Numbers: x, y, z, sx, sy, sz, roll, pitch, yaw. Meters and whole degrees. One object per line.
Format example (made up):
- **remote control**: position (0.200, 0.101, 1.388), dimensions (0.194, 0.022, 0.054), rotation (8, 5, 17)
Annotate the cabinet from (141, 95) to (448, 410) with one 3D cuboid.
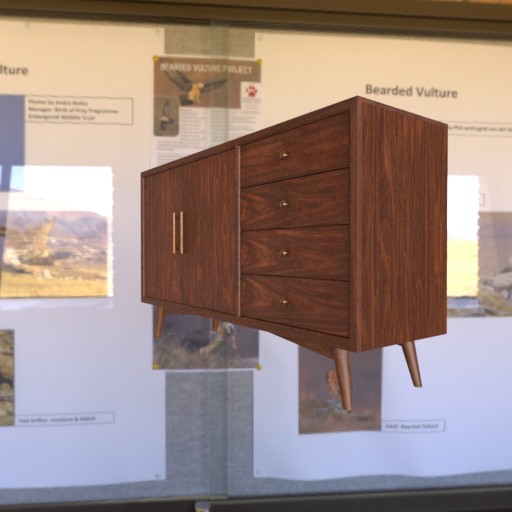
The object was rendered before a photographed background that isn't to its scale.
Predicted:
- **cabinet**: position (0.000, 0.000, 2.043), dimensions (0.505, 0.940, 1.575), rotation (-1, 1, -37)
